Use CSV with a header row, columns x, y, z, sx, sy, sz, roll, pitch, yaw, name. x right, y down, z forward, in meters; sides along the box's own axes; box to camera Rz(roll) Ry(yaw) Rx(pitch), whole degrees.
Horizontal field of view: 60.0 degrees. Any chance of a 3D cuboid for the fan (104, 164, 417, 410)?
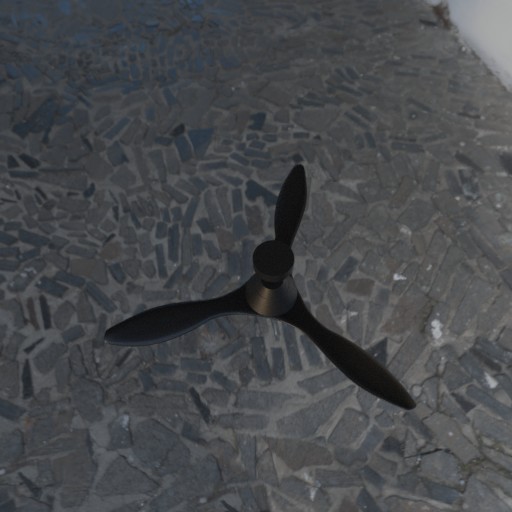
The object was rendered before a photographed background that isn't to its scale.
x,y,z,sx,sy,sz,roll,pitch,yaw,name
0.000,0.000,1.651,1.067,0.305,1.067,1,59,0,fan
